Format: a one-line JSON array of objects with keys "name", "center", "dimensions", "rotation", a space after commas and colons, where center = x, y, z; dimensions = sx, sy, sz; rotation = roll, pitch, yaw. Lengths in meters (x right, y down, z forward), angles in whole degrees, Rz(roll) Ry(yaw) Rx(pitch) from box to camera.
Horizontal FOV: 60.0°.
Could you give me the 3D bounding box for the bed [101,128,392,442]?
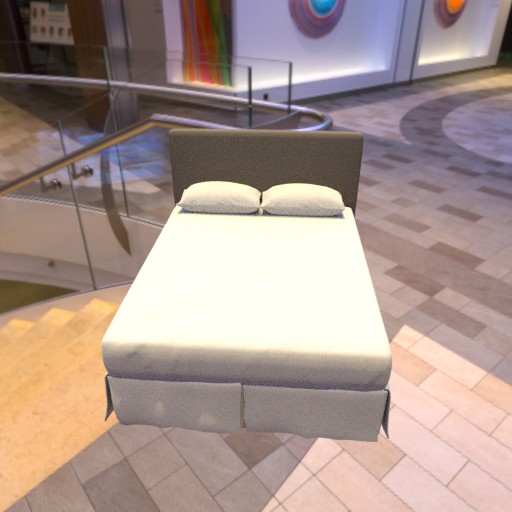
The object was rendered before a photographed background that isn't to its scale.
[{"name": "bed", "center": [0.000, 0.000, 3.274], "dimensions": [1.748, 1.330, 2.142], "rotation": [2, 30, 4]}]
